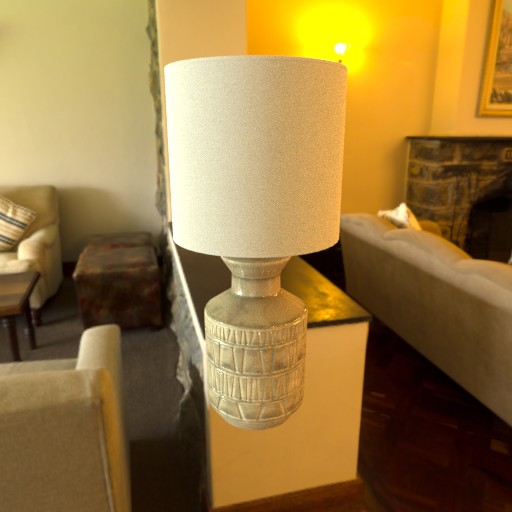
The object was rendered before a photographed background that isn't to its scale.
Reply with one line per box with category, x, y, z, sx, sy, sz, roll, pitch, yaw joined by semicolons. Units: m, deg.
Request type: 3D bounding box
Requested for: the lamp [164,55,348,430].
lamp;0.000;0.000;0.582;0.211;0.455;0.211;8;18;25
